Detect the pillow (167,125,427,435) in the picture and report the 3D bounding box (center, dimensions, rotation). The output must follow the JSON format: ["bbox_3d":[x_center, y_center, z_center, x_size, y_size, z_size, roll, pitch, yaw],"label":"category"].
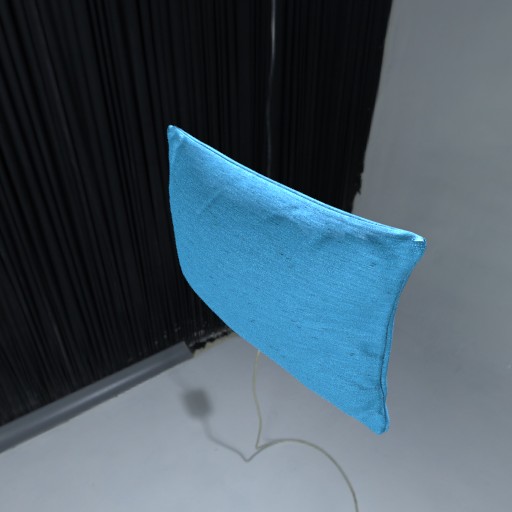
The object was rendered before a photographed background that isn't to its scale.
[{"bbox_3d":[0.000,0.000,0.799,0.210,0.338,0.633,-21,37,-31],"label":"pillow"}]
